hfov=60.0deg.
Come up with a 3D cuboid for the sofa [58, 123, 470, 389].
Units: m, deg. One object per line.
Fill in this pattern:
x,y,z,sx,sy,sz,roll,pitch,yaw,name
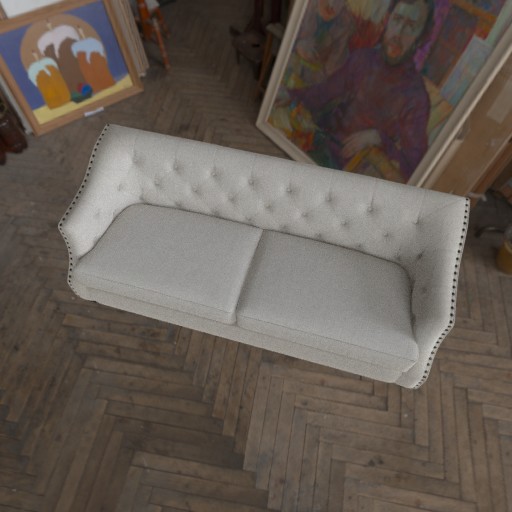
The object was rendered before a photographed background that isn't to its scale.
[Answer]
0.000,0.000,2.739,2.235,0.901,0.914,14,58,9,sofa
